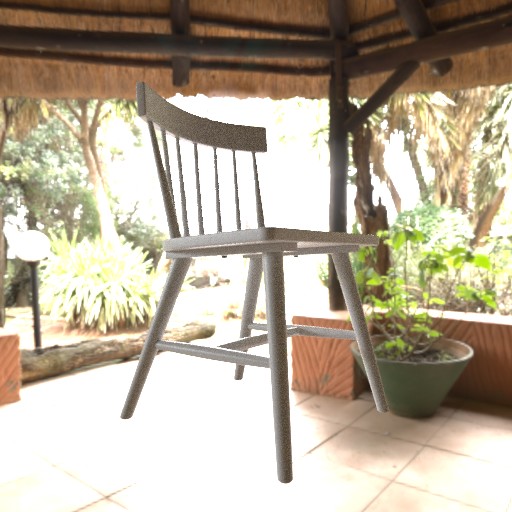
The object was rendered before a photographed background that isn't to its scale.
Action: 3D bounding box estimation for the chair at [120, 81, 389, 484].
[{"bbox_3d":[0.000,0.000,1.090,0.500,0.787,0.483,0,0,38],"label":"chair"}]
